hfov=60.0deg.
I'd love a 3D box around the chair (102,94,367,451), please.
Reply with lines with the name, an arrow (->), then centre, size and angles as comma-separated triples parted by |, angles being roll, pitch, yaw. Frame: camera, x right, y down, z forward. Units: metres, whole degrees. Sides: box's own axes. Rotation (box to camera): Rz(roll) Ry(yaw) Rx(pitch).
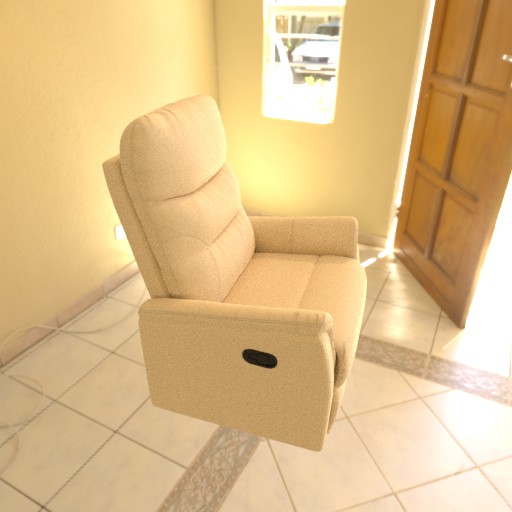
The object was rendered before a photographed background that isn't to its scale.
chair -> 0.000, 0.000, 1.667 | 0.831, 1.082, 0.775 | 9, 31, 16
